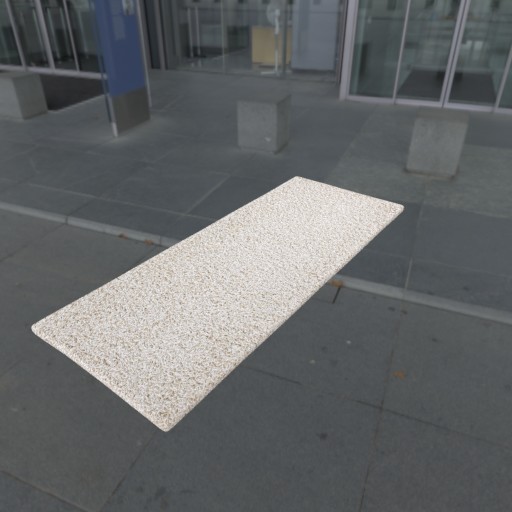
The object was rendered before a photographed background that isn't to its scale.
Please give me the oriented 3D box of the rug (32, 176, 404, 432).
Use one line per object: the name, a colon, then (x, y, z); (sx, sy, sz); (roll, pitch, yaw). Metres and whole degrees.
rug: (0.000, 0.000, 1.736); (0.609, 0.030, 1.524); (22, 39, 31)
